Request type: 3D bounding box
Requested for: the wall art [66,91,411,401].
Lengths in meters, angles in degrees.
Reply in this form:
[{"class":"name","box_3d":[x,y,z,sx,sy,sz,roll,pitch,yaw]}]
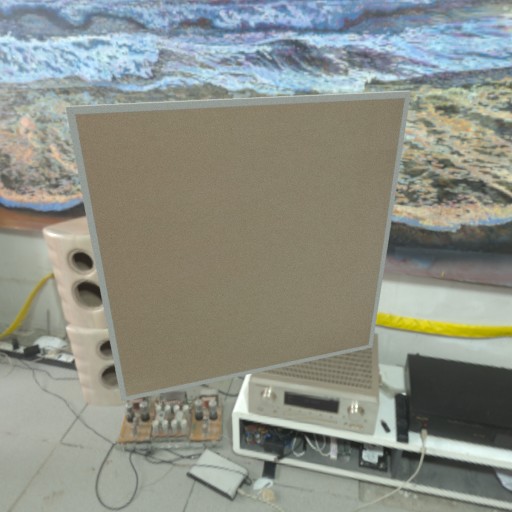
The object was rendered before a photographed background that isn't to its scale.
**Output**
[{"class":"wall art","box_3d":[0.000,0.000,0.672,0.456,0.456,0.007,-8,29,-15]}]
